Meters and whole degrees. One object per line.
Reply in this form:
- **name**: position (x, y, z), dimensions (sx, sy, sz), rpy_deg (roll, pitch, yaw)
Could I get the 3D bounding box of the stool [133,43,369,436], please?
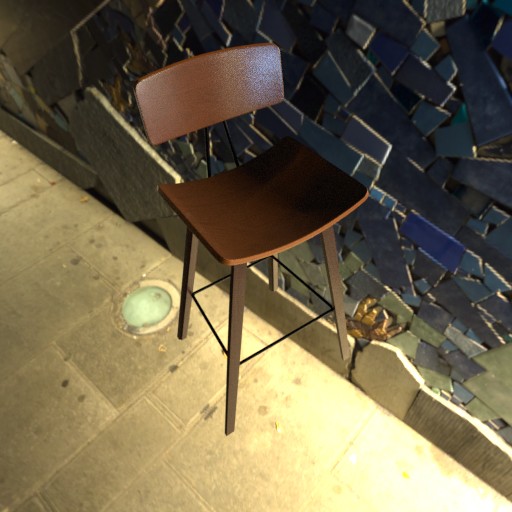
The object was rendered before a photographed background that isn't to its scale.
- **stool**: position (0.000, 0.000, 1.247), dimensions (0.509, 0.969, 0.440), rpy_deg (-26, 53, -22)
